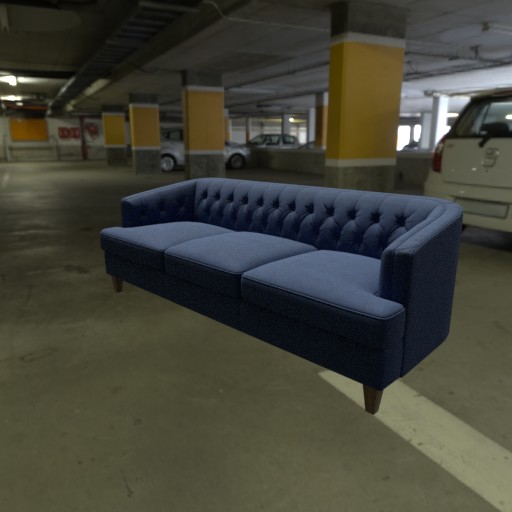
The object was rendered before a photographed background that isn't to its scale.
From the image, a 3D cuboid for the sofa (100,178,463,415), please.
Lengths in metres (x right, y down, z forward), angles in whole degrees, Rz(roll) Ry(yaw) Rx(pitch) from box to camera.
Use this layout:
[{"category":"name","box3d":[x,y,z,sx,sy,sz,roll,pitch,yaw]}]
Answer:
[{"category":"sofa","box3d":[0.000,0.000,2.679,2.235,0.787,0.914,14,20,43]}]
